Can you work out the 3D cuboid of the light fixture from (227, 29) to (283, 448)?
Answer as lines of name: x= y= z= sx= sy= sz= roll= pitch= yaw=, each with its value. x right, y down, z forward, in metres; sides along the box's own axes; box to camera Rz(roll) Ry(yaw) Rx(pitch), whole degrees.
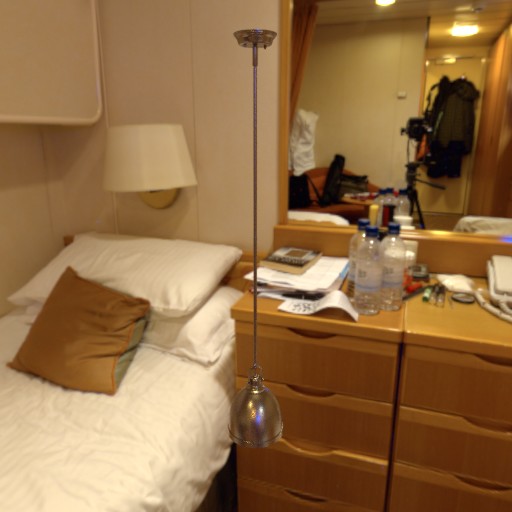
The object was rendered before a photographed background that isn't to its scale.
light fixture: x=0.000 y=0.000 z=1.500 sx=0.217 sy=1.367 sz=0.211 roll=-8 pitch=18 yaw=-26
